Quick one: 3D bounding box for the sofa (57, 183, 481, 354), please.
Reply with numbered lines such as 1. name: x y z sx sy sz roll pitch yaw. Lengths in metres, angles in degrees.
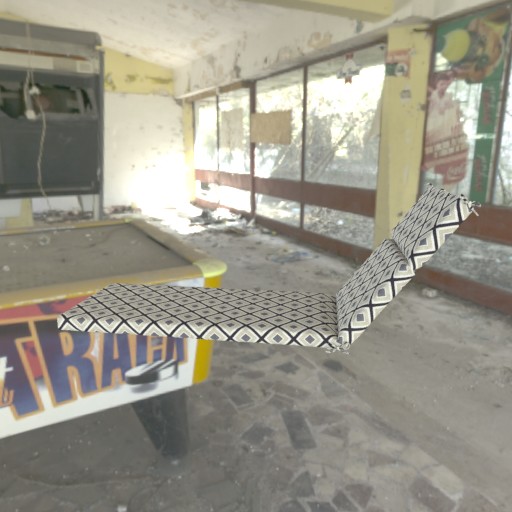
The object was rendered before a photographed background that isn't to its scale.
1. sofa: 0.000 0.000 1.960 1.663 0.622 0.582 2 14 9
